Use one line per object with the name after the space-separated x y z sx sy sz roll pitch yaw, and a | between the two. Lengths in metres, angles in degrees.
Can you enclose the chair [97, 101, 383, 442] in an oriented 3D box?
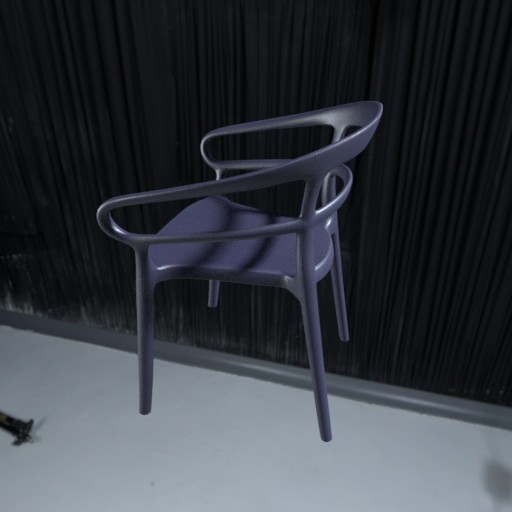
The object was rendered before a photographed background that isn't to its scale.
0.000 0.000 1.137 0.527 0.761 0.559 8 31 14 | chair
